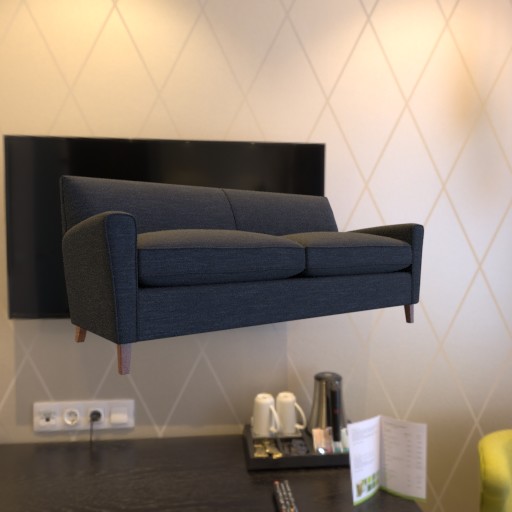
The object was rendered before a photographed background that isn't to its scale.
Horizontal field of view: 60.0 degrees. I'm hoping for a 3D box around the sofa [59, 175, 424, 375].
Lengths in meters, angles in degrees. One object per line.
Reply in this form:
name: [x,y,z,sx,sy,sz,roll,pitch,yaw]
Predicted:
sofa: [0.000,0.000,2.528,1.976,0.846,0.875,-1,2,-36]
